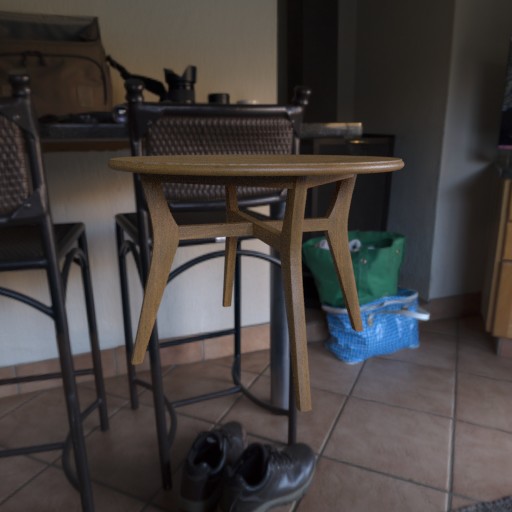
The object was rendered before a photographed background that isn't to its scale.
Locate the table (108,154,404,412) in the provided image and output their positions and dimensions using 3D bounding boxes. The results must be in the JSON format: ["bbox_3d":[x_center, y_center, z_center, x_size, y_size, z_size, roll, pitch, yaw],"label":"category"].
[{"bbox_3d":[0.000,0.000,1.748,1.055,0.757,1.055,0,14,0],"label":"table"}]
